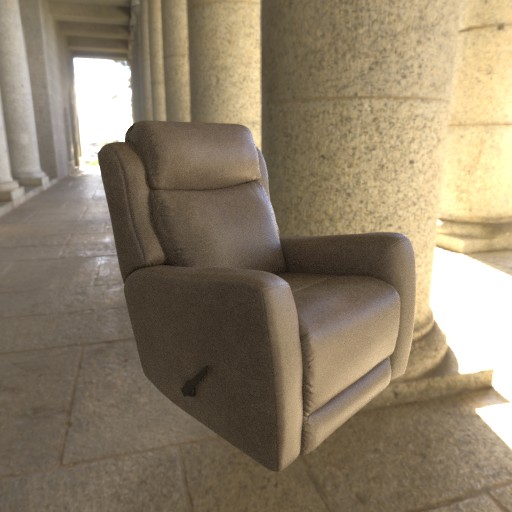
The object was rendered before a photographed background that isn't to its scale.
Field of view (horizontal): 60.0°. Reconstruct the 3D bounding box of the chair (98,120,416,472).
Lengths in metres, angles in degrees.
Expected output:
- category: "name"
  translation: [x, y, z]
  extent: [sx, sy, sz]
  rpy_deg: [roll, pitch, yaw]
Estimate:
- category: "chair"
  translation: [0.000, 0.000, 1.890]
  extent: [1.068, 1.116, 0.967]
  rpy_deg: [14, 20, 43]
